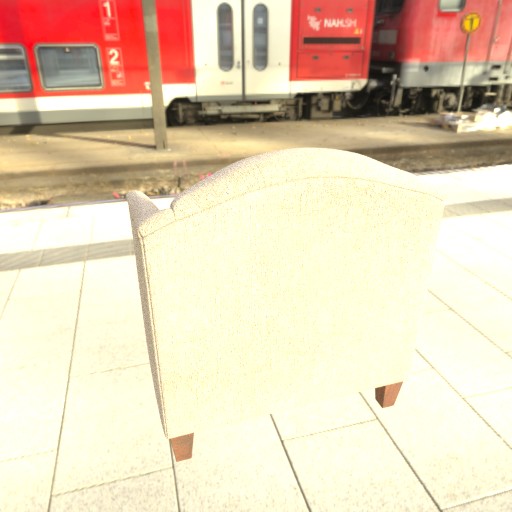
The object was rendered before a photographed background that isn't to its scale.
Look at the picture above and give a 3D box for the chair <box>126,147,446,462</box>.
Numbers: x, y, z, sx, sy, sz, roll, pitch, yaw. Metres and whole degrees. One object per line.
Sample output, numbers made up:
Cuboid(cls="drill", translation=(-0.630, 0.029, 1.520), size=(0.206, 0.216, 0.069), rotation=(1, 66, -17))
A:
Cuboid(cls="chair", translation=(0.000, 0.000, 1.451), size=(0.763, 0.839, 0.787), rotation=(-8, 27, -16))
